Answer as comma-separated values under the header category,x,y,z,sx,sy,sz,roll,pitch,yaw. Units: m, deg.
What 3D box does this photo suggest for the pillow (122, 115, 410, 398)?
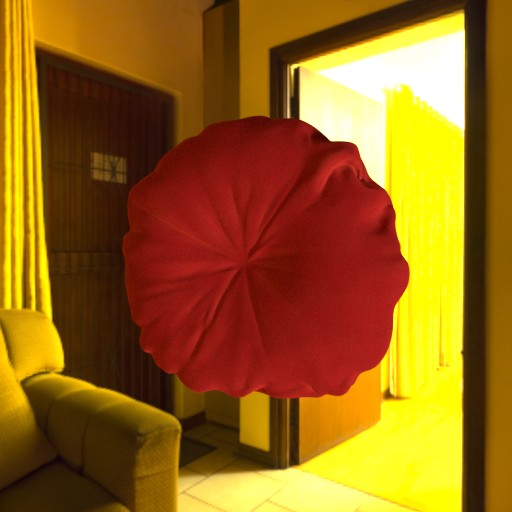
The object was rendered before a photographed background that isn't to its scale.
category,x,y,z,sx,sy,sz,roll,pitch,yaw
pillow,0.000,0.000,0.656,0.428,0.407,0.148,0,1,17
